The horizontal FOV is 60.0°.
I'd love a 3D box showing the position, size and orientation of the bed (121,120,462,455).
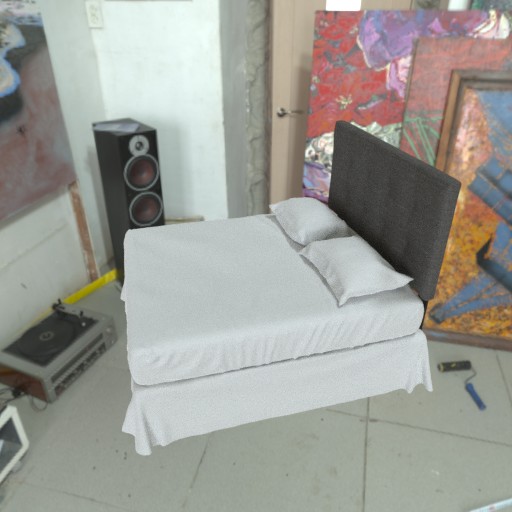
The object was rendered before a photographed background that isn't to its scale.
[{"bbox_3d":[0.000,0.000,3.394,2.222,1.577,1.936,-8,31,-13],"label":"bed"}]
